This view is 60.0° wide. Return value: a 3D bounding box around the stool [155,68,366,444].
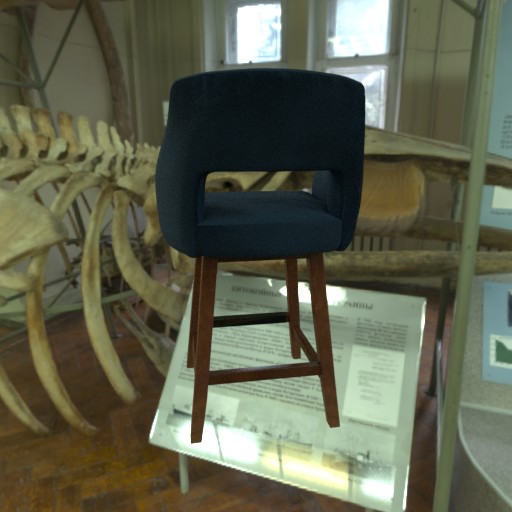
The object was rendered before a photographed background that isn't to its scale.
[{"bbox_3d":[0.000,0.000,1.288,0.550,0.940,0.560,-3,15,-10],"label":"stool"}]
